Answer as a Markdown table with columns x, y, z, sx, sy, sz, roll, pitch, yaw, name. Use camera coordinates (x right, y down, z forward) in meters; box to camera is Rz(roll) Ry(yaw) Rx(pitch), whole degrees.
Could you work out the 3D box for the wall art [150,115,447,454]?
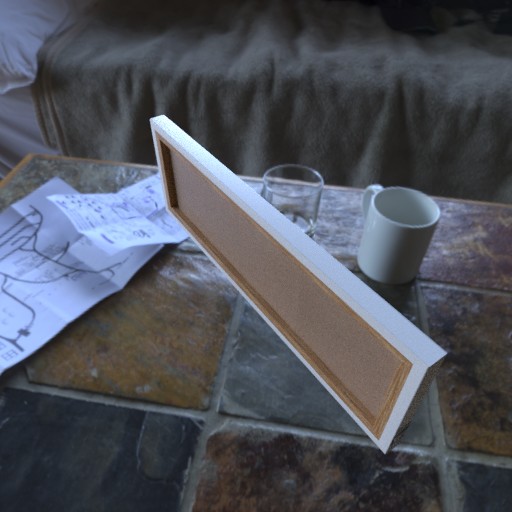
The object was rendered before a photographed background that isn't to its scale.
| x | y | z | sx | sy | sz | roll | pitch | yaw | name |
| --- | --- | --- | --- | --- | --- | --- | --- | --- | --- |
| 0.000 | 0.000 | 0.849 | 0.036 | 0.256 | 0.766 | -26 | 50 | -24 | wall art |
